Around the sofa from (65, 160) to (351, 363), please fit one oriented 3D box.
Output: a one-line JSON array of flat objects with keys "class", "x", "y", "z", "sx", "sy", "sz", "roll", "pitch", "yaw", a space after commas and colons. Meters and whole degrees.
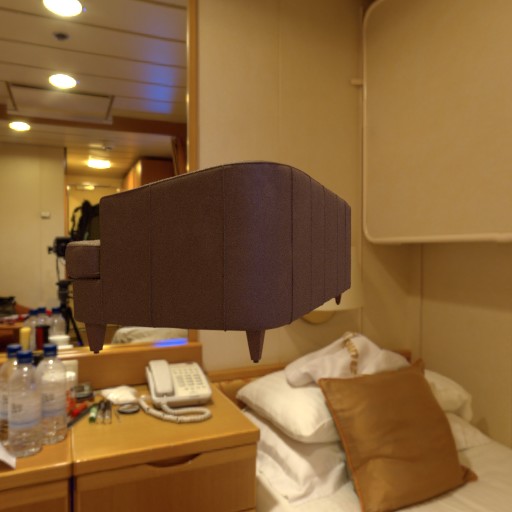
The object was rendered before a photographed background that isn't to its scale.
[{"class": "sofa", "x": 0.000, "y": 0.000, "z": 2.697, "sx": 0.927, "sy": 0.787, "sz": 2.227, "roll": 0, "pitch": 1, "yaw": 20}]
